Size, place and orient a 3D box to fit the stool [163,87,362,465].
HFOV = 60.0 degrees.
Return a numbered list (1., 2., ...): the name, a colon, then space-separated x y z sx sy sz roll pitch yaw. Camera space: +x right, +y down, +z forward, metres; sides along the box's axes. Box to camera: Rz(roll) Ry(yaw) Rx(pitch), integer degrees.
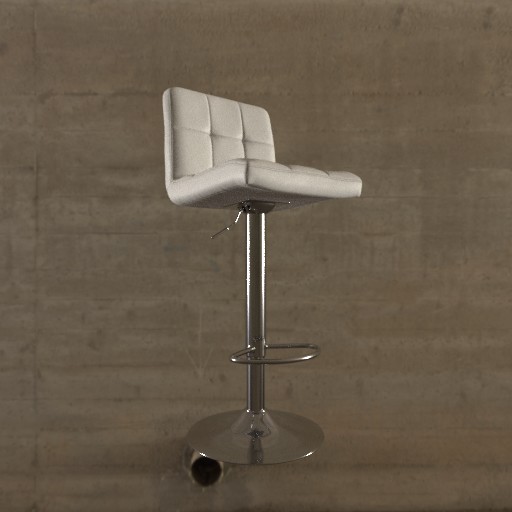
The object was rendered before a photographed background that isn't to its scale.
1. stool: 0.000 0.000 1.382 0.430 1.115 0.505 0 0 -36
